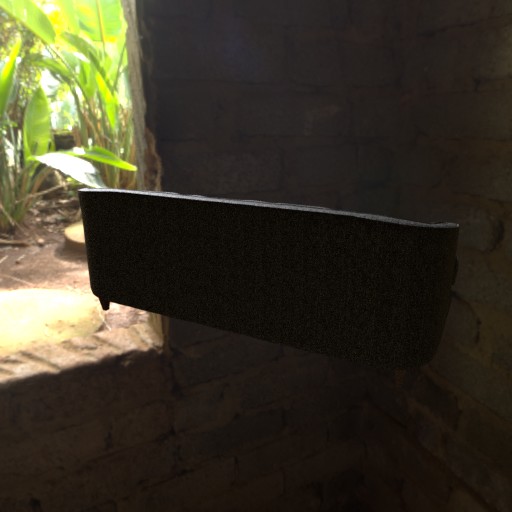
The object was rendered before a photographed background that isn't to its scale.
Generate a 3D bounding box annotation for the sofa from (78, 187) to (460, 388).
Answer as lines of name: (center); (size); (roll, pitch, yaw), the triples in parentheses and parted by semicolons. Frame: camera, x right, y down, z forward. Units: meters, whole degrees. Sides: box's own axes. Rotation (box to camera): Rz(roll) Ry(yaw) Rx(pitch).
sofa: (0.000, 0.000, 2.772); (2.278, 0.855, 0.941); (9, 20, 26)
